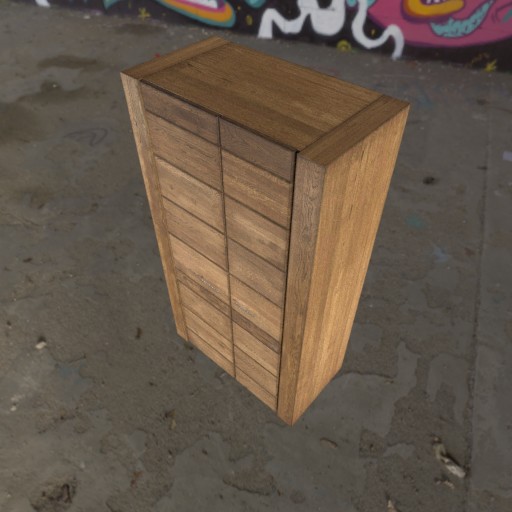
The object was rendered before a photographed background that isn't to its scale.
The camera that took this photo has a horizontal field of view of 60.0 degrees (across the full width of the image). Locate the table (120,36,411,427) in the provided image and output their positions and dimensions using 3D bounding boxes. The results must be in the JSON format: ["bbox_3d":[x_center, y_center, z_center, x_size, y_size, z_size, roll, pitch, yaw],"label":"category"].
[{"bbox_3d":[0.000,0.000,2.555,1.100,2.000,0.600,32,54,27],"label":"table"}]
